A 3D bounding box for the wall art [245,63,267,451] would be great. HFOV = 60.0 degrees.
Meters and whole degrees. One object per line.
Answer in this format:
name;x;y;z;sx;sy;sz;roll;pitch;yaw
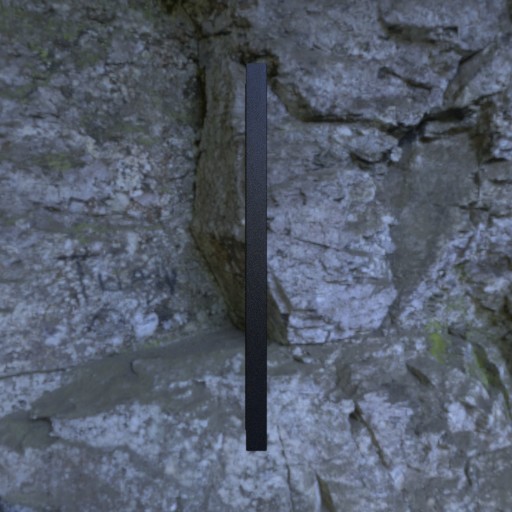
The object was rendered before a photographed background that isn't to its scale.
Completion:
wall art;0.000;0.000;0.851;0.027;0.458;0.657;0;0;0
